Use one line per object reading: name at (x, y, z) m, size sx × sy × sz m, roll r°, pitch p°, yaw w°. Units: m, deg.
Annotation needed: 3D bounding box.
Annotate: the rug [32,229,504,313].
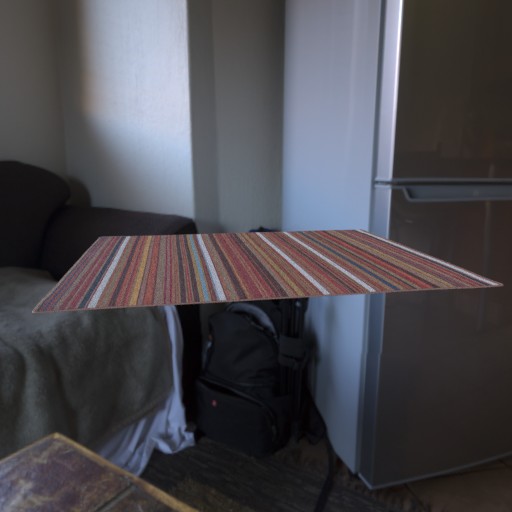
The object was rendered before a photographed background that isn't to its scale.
rug at (0.000, 0.000, 4.004) m, size 3.092 × 0.023 × 2.479 m, roll -2°, pitch 13°, yaw -10°
